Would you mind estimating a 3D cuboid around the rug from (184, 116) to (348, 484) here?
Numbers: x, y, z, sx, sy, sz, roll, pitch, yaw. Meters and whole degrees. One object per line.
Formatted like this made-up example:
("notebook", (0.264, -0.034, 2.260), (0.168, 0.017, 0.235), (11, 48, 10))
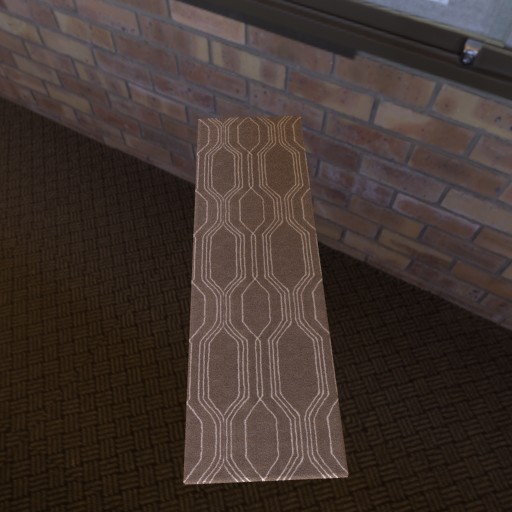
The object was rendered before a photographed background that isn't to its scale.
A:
("rug", (0.000, 0.000, 2.714), (0.773, 0.012, 2.464), (-2, 59, -1))
